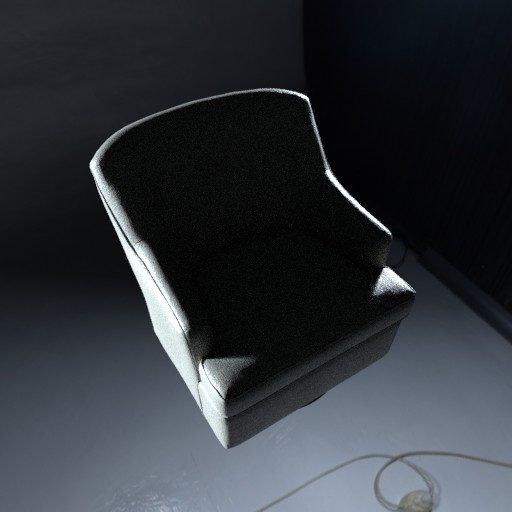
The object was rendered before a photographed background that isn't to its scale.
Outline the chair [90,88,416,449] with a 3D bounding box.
[{"bbox_3d":[0.000,0.000,1.647,0.864,0.856,0.923,-24,50,-21],"label":"chair"}]
